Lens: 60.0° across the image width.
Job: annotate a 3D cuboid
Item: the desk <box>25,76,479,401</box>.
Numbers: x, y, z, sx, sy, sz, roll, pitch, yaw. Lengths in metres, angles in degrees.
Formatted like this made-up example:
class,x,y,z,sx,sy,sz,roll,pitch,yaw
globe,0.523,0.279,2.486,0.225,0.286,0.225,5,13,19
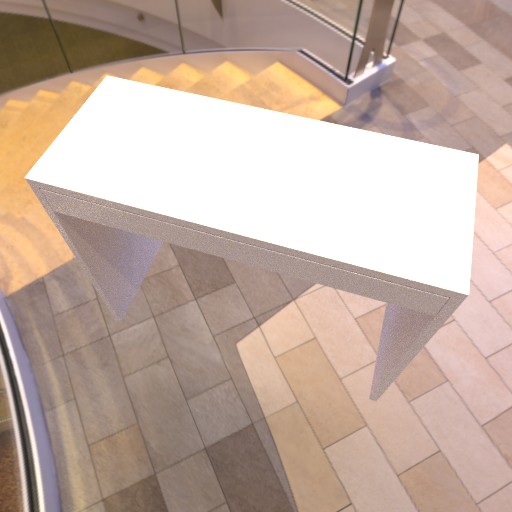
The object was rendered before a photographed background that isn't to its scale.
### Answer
class,x,y,z,sx,sy,sz,roll,pitch,yaw
desk,0.000,0.000,1.382,1.000,0.790,0.400,15,59,9
